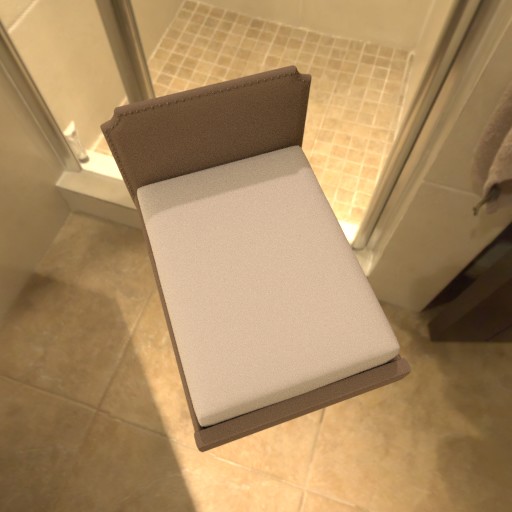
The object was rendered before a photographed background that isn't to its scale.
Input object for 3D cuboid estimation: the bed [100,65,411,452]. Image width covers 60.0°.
[{"bbox_3d":[0.000,0.000,3.502,1.713,1.443,2.372,-17,64,-8],"label":"bed"}]
